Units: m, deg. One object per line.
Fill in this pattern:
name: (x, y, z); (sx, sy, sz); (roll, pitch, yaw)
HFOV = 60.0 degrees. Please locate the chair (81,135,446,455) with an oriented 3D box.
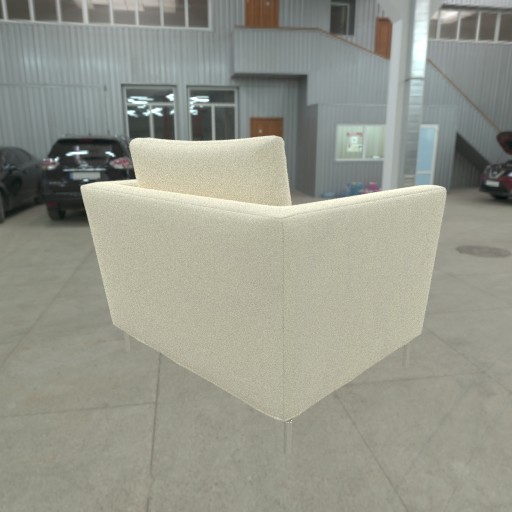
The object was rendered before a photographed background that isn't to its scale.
chair: (0.000, 0.000, 1.664); (0.889, 0.865, 1.041); (-14, 20, -43)
